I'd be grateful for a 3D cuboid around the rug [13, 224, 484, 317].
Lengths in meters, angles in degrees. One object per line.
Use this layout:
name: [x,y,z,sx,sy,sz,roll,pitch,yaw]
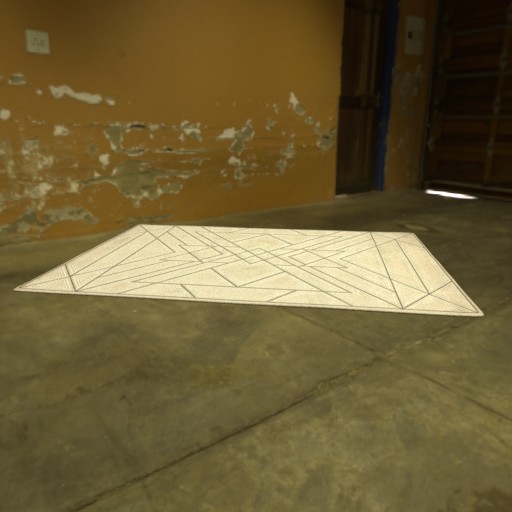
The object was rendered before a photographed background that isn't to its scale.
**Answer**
rug: [0.000,0.000,4.275,3.381,0.026,2.436,2,16,8]
